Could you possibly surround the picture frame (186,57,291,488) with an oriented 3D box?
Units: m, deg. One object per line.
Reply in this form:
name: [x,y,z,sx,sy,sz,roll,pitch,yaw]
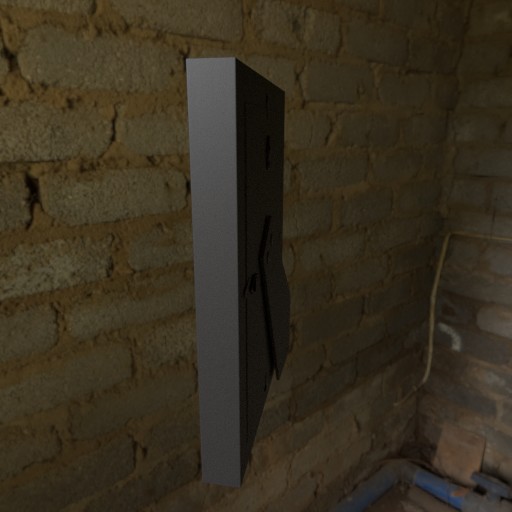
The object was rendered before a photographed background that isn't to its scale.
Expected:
picture frame: [0.000,0.000,0.279,0.028,0.208,0.157,3,16,10]
